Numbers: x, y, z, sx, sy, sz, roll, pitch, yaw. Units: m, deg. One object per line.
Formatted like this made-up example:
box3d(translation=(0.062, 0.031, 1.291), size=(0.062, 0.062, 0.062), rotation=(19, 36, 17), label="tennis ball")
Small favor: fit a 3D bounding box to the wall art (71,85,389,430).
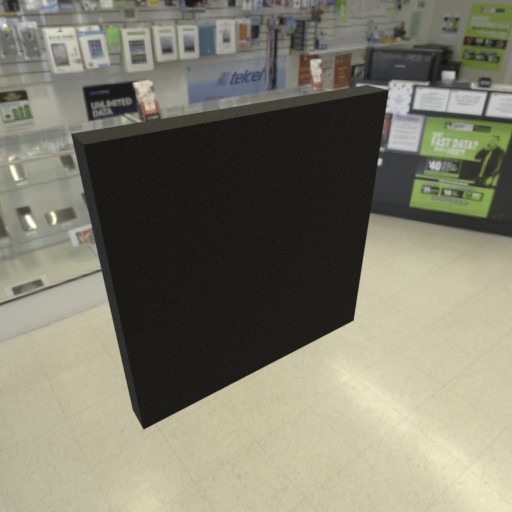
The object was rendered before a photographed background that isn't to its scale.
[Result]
box3d(translation=(0.000, 0.000, 0.469), size=(0.308, 0.305, 0.030), rotation=(-20, 37, -29), label="wall art")
